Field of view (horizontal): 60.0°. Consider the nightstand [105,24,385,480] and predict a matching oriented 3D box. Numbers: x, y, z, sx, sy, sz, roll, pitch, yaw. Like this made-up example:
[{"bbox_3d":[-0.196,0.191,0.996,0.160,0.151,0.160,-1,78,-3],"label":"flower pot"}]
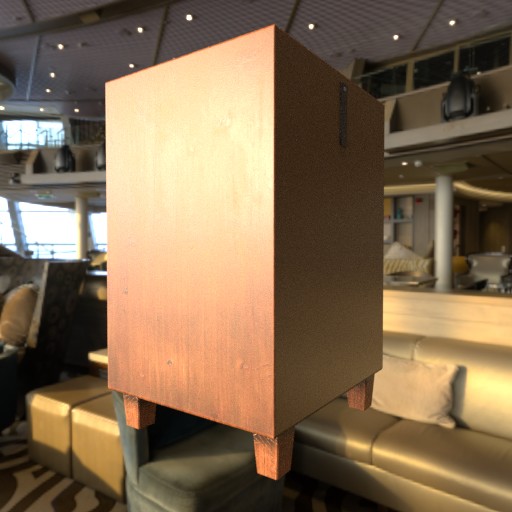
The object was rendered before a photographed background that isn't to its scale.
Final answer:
[{"bbox_3d":[0.000,0.000,0.961,0.410,0.695,0.465,1,2,36],"label":"nightstand"}]
